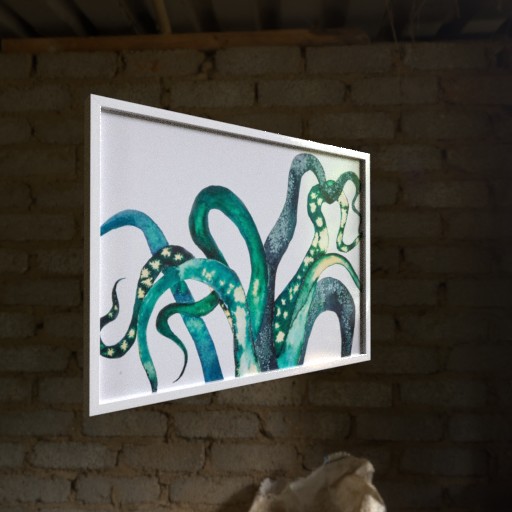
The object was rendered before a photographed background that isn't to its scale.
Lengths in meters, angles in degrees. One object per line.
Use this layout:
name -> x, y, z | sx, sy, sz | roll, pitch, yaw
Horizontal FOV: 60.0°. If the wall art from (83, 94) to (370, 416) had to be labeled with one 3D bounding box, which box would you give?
wall art -> 0.000, 0.000, 1.408 | 1.041, 0.787, 0.053 | 0, -1, -36
